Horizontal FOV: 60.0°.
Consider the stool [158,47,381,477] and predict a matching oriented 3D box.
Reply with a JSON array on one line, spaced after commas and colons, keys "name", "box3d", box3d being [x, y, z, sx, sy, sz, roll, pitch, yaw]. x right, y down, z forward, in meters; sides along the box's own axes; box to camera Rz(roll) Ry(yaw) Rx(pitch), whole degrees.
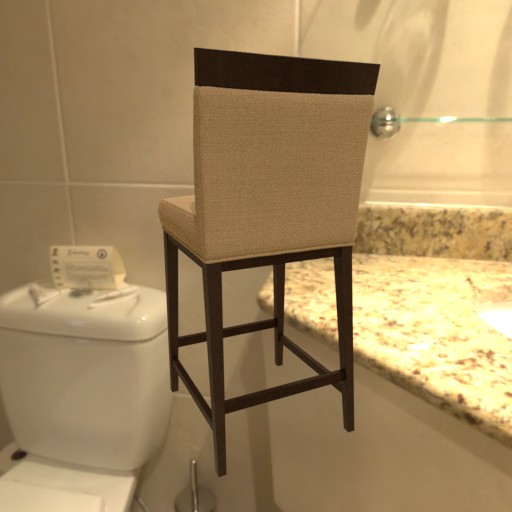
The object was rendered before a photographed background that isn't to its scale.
[{"name": "stool", "box3d": [0.000, 0.000, 1.414, 0.511, 1.117, 0.531, -7, 17, -25]}]
